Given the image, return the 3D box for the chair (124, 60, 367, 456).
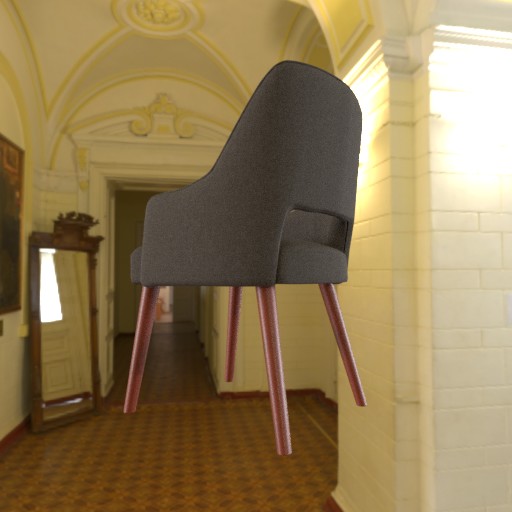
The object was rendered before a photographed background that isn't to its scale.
[{"bbox_3d":[0.000,0.000,1.227,0.560,0.838,0.559,-2,-3,35],"label":"chair"}]
